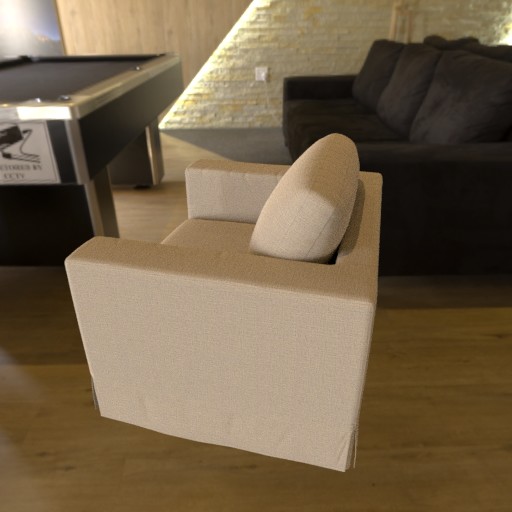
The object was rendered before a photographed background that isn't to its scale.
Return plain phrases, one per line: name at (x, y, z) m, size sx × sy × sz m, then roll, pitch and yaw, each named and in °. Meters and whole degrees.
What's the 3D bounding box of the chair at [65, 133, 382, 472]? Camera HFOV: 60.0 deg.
chair at (0.000, 0.000, 1.804) m, size 0.957 × 0.878 × 1.150 m, roll 7°, pitch 29°, yaw 13°
